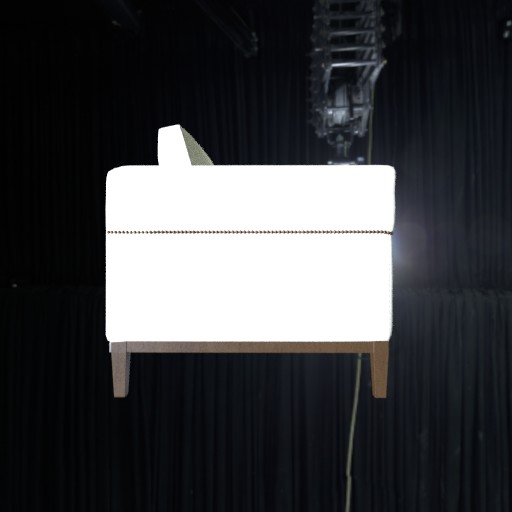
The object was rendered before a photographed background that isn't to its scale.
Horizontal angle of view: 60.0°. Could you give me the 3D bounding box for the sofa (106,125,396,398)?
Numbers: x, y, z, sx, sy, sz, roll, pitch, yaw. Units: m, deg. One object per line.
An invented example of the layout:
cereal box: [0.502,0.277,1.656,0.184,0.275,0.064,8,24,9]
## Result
sofa: [0.000,0.000,2.116,0.905,0.873,1.598,0,0,0]
